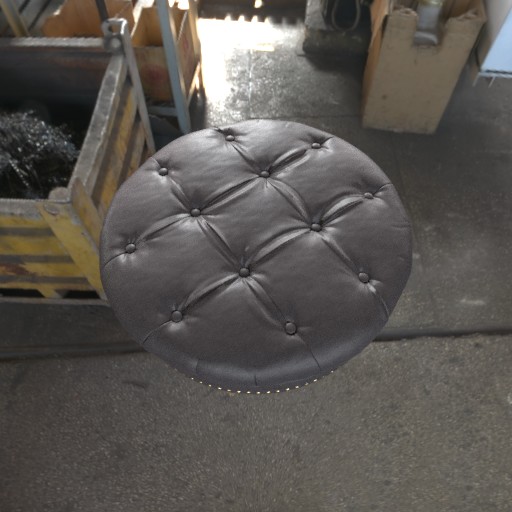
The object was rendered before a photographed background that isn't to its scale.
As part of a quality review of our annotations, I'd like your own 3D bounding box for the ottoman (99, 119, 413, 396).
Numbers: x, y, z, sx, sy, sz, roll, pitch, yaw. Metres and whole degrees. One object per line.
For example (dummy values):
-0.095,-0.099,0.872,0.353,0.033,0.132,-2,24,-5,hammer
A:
0.000,0.000,1.410,0.901,0.439,0.901,0,59,0,ottoman
